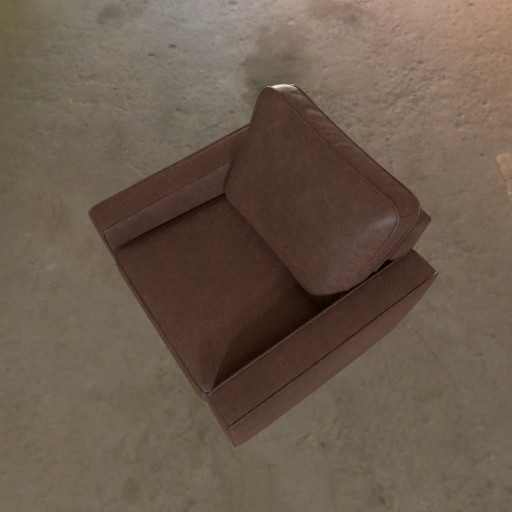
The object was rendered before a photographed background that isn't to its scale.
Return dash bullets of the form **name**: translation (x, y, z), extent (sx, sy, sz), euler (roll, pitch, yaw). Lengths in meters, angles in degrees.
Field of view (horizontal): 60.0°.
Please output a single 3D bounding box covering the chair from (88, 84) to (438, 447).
- **chair**: translation (0.000, 0.000, 1.744), extent (0.940, 0.919, 1.017), euler (-32, 66, -16)
